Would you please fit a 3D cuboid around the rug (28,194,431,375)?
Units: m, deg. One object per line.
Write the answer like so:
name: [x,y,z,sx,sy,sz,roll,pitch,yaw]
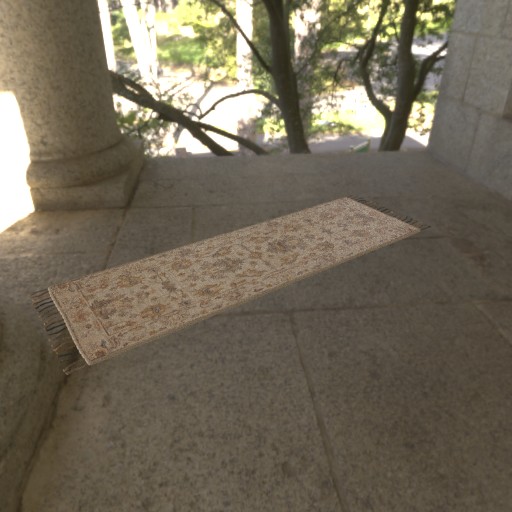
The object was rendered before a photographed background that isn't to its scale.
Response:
rug: [0.000,0.000,2.688,2.438,0.021,0.729,-19,35,-30]
